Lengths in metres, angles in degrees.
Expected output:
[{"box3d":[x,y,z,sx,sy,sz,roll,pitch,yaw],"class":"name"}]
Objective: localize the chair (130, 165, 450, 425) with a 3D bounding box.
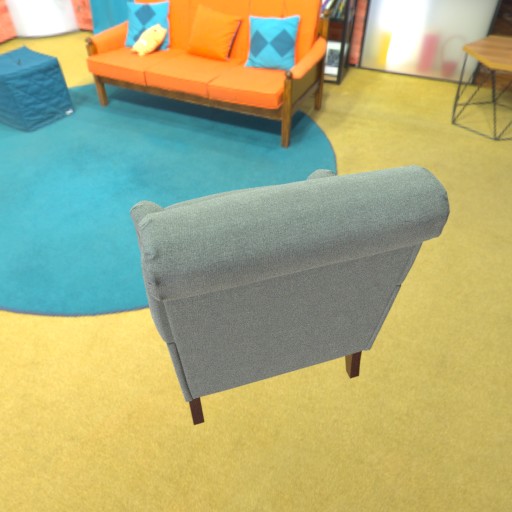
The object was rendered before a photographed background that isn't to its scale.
[{"box3d":[0.000,0.000,1.925,0.964,1.178,1.060,-12,44,-13],"class":"chair"}]
